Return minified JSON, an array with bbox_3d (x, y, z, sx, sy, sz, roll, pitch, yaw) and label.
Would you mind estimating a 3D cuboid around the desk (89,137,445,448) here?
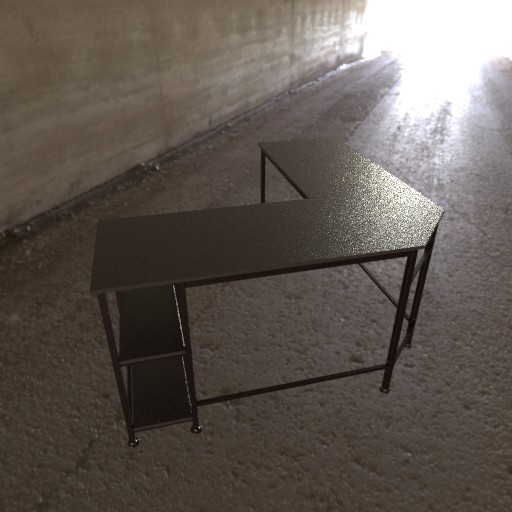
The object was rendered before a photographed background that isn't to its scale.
[{"bbox_3d":[0.000,0.000,2.231,1.379,0.739,1.379,-7,31,-12],"label":"desk"}]
